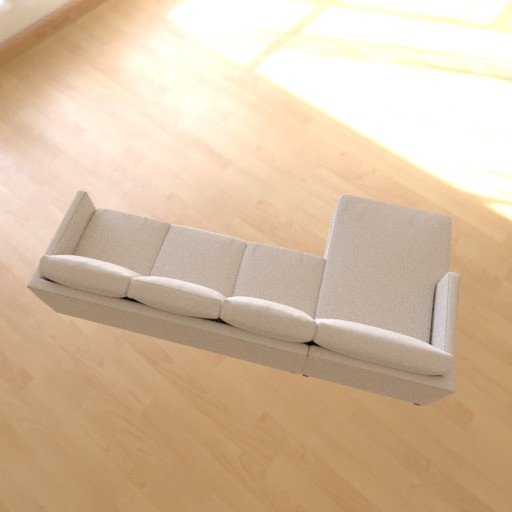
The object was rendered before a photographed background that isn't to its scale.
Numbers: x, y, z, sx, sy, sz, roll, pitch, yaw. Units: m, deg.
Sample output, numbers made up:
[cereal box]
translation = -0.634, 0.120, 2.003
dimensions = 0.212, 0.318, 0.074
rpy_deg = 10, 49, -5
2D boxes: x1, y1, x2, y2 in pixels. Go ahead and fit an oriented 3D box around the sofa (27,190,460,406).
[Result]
[sofa]
translation = 0.000, 0.000, 3.735
dimensions = 3.186, 0.846, 1.625
rpy_deg = 13, 64, 7
